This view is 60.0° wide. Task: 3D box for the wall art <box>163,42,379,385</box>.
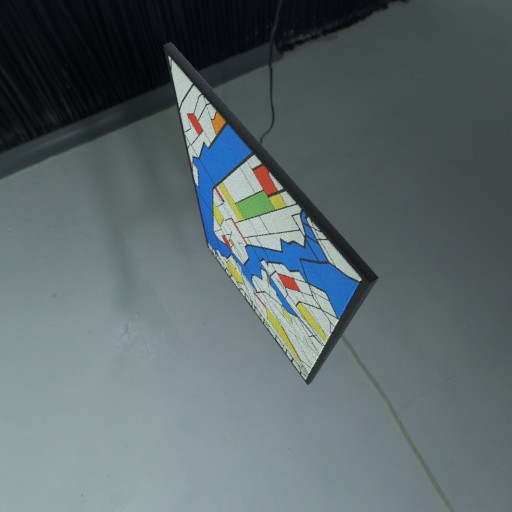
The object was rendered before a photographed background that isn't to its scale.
[{"bbox_3d":[0.000,0.000,0.865,0.013,0.657,0.457,-32,69,-14],"label":"wall art"}]
